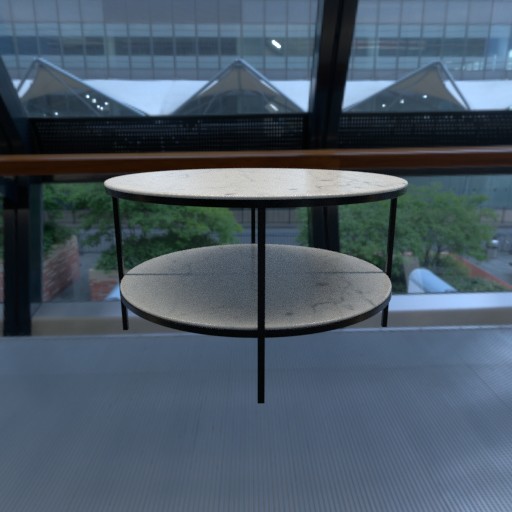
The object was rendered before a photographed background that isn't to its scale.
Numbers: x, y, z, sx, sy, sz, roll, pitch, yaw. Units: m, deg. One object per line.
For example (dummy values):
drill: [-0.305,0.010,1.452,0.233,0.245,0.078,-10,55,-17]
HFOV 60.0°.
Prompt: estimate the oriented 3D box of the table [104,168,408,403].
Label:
table: [0.000,0.000,1.286,0.800,0.450,0.800,0,15,0]
